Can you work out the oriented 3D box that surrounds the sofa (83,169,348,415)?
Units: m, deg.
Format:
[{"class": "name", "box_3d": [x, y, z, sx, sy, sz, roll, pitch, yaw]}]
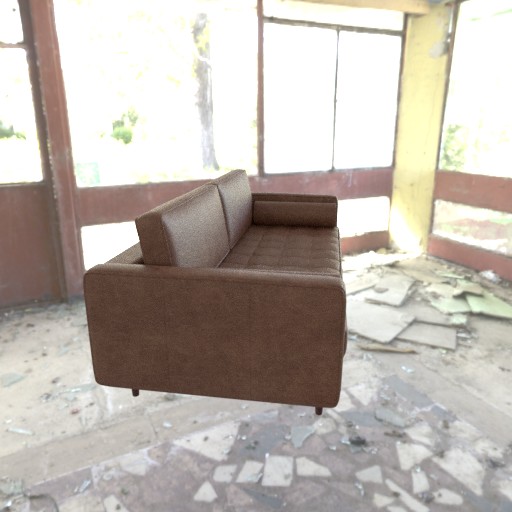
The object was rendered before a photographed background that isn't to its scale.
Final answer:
[{"class": "sofa", "box_3d": [0.000, 0.000, 2.350, 0.910, 0.760, 1.870, 3, 17, 9]}]
